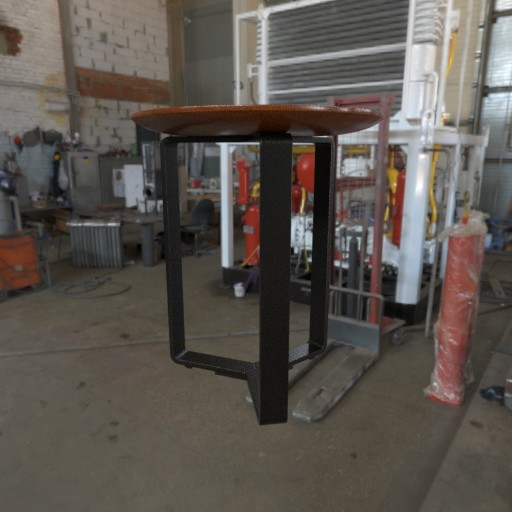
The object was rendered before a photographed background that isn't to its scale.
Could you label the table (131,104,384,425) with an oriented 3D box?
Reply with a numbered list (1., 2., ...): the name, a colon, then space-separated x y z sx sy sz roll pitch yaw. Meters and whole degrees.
1. table: 0.000 0.000 0.751 0.380 0.450 0.410 -2 14 -9
